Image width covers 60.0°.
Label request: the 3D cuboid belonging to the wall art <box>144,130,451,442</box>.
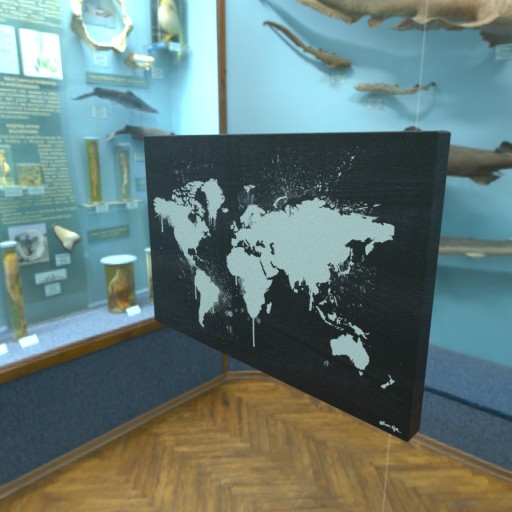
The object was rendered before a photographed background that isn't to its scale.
[{"bbox_3d":[0.000,0.000,0.768,0.610,0.409,0.038,14,20,42],"label":"wall art"}]
